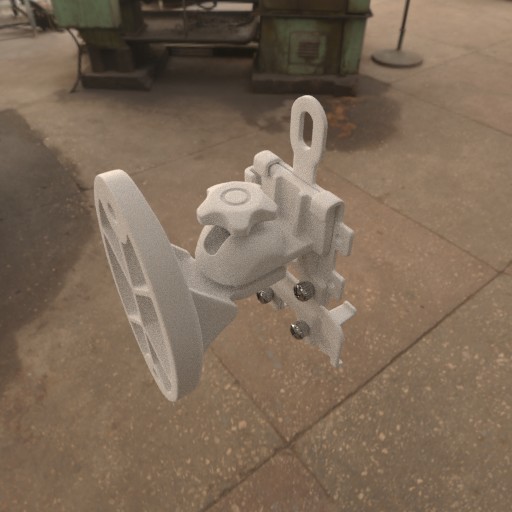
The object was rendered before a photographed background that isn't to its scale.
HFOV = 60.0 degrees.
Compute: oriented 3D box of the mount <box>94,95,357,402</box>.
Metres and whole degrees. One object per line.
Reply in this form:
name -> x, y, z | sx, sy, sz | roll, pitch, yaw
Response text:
mount -> 0.000, 0.000, 0.176 | 0.100, 0.118, 0.066 | -26, 48, -25
